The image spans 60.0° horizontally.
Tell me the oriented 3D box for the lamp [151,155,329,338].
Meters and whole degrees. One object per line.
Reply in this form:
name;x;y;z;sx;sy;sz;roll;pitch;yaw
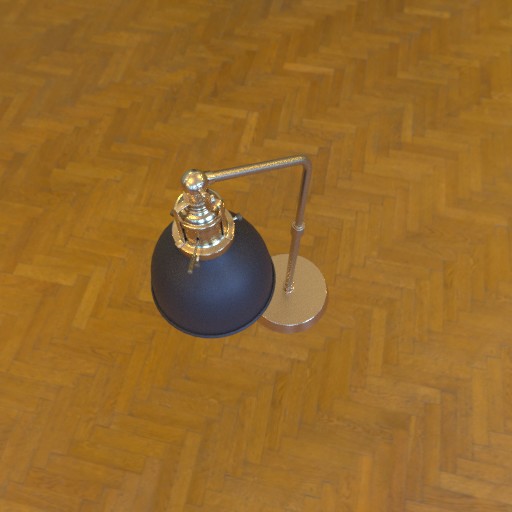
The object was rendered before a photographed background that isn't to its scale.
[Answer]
lamp;0.000;0.000;0.595;0.291;0.456;0.160;-31;67;-15
